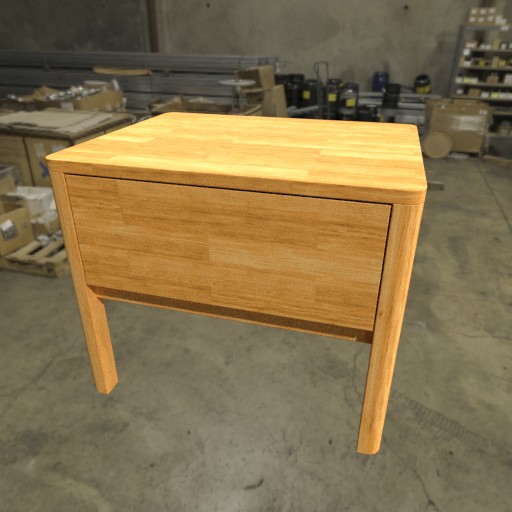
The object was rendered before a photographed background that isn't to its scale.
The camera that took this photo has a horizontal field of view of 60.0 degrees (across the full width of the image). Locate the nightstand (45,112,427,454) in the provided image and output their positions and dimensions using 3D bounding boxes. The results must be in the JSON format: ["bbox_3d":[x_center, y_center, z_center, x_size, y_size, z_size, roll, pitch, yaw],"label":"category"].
[{"bbox_3d":[0.000,0.000,0.900,0.560,0.470,0.440,7,28,14],"label":"nightstand"}]
